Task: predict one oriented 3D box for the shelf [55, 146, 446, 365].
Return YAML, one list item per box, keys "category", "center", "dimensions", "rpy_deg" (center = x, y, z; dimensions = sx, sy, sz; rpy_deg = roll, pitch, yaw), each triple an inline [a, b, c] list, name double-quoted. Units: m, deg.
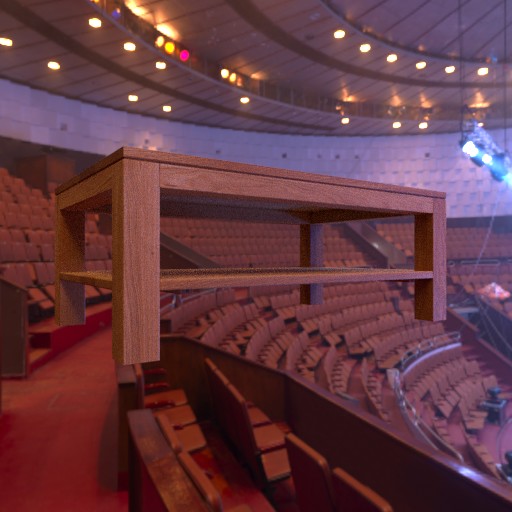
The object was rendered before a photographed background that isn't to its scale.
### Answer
- category: "shelf"
  center: [0.000, 0.000, 1.522]
  dimensions: [1.150, 0.450, 0.700]
  rpy_deg: [0, 0, -35]
